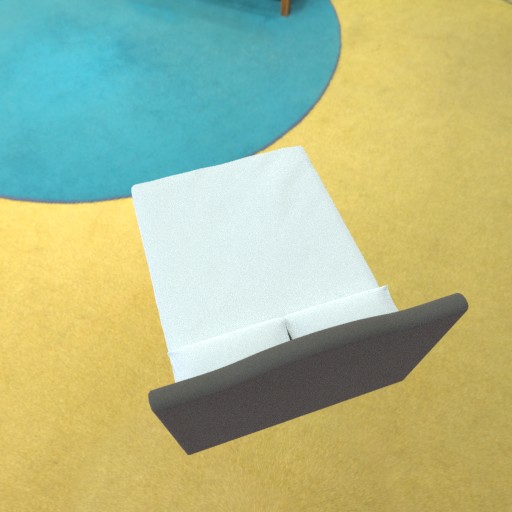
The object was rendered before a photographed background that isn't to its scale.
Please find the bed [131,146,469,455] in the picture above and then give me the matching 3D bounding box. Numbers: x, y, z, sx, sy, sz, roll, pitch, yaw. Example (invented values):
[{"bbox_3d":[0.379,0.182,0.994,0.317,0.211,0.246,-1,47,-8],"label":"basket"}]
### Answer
[{"bbox_3d":[0.000,0.000,3.149,1.666,1.387,2.036,-16,59,-10],"label":"bed"}]
